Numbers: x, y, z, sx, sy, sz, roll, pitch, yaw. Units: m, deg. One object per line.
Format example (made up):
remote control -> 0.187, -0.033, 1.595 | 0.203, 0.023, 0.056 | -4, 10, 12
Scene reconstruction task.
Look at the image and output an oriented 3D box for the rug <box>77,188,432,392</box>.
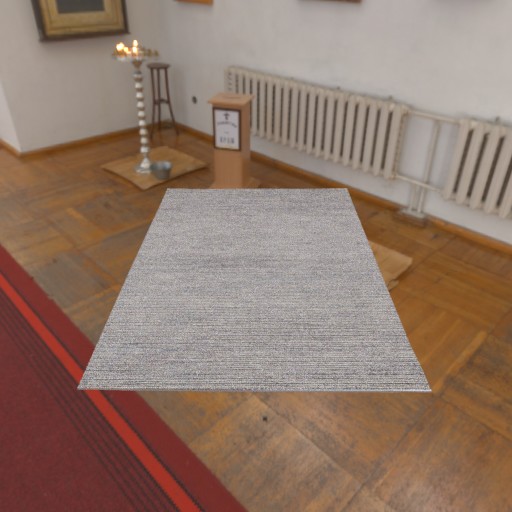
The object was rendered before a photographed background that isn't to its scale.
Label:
rug -> 0.000, 0.000, 2.972 | 1.604, 0.030, 2.307 | 0, 32, 1
